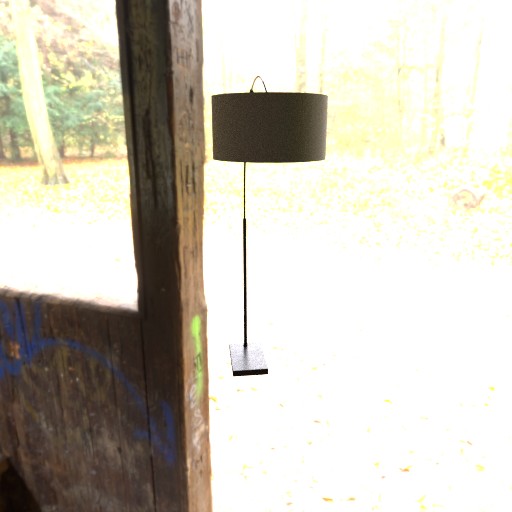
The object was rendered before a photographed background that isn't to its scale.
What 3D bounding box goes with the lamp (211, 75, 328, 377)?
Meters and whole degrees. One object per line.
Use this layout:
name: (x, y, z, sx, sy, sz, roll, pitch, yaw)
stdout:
lamp: (0.000, 0.000, 2.561, 0.493, 1.927, 1.424, -2, 16, -7)
